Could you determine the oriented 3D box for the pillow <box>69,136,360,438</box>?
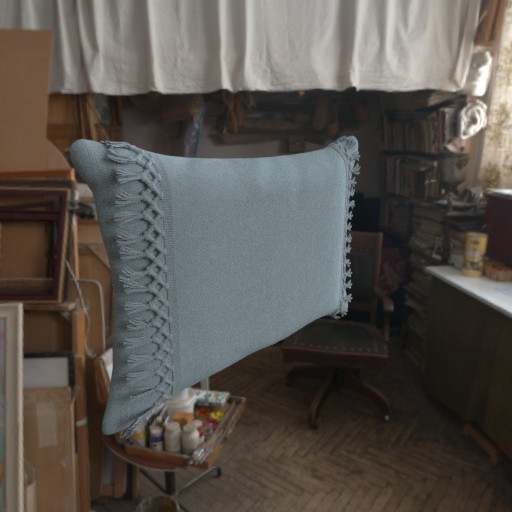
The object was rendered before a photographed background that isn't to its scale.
[{"bbox_3d":[0.000,0.000,0.583,0.084,0.305,0.466,14,21,42],"label":"pillow"}]
